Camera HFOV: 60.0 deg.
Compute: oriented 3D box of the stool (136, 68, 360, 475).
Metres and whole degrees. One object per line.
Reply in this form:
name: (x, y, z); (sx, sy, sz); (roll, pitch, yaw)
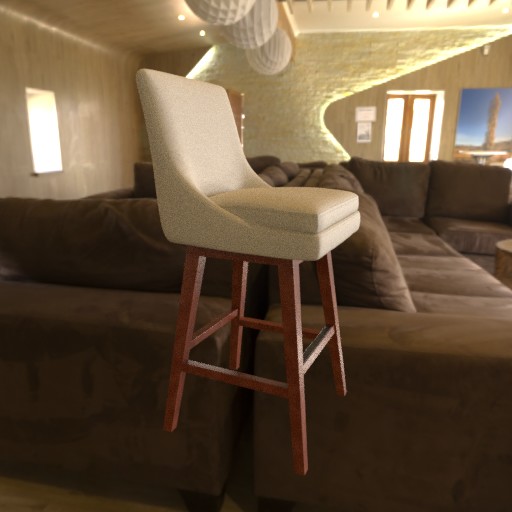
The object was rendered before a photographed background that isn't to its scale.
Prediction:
stool: (0.000, 0.000, 1.405); (0.559, 1.092, 0.470); (7, 16, 24)
